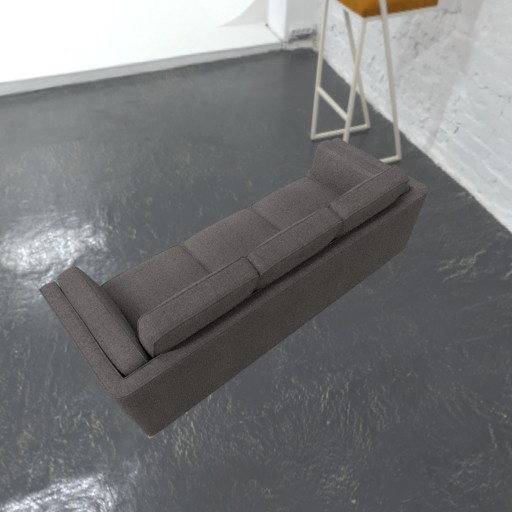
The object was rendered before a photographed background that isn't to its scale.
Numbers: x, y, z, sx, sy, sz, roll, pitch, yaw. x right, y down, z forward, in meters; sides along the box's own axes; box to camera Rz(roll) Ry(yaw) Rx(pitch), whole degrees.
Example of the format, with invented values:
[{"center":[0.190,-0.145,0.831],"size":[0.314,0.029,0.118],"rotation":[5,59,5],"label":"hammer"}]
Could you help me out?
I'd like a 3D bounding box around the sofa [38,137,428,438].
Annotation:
[{"center":[0.000,0.000,2.837],"size":[2.362,0.899,0.903],"rotation":[-31,54,-27],"label":"sofa"}]
